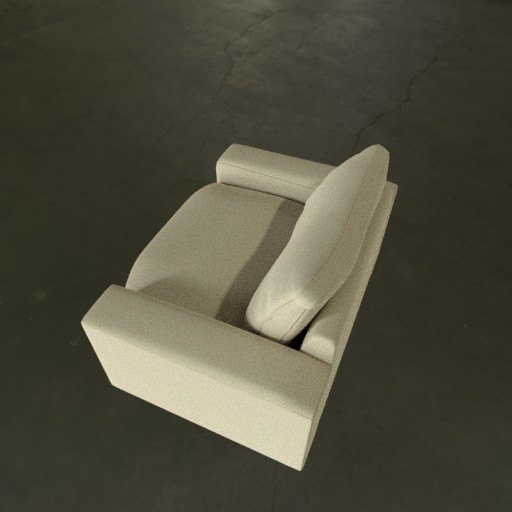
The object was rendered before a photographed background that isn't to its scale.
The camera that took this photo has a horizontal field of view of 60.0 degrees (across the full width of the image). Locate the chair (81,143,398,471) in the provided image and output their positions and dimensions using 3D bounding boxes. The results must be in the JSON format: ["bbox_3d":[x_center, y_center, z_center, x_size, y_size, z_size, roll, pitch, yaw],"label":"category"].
[{"bbox_3d":[0.000,0.000,2.130,1.039,0.915,1.398,18,50,16],"label":"chair"}]
